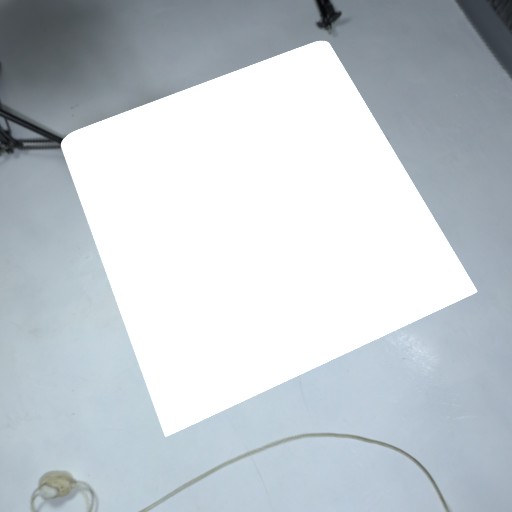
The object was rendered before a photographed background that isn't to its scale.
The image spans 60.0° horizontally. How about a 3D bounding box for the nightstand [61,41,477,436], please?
[{"bbox_3d":[0.000,0.000,0.751,0.399,0.447,0.404,-23,75,-7],"label":"nightstand"}]
